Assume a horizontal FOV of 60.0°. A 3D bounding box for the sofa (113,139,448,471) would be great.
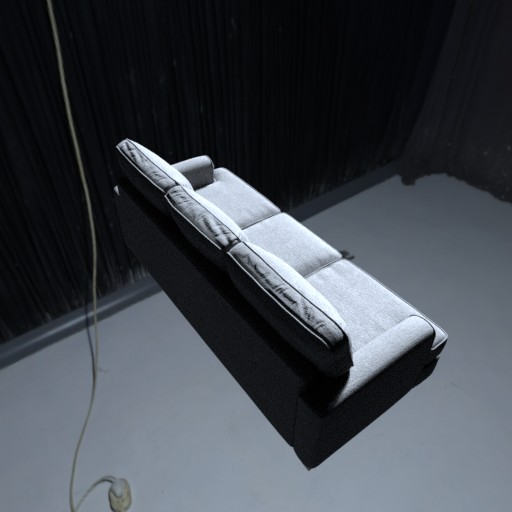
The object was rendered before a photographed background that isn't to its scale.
[{"bbox_3d":[0.000,0.000,2.703,0.951,0.965,2.158,-26,47,-27],"label":"sofa"}]
